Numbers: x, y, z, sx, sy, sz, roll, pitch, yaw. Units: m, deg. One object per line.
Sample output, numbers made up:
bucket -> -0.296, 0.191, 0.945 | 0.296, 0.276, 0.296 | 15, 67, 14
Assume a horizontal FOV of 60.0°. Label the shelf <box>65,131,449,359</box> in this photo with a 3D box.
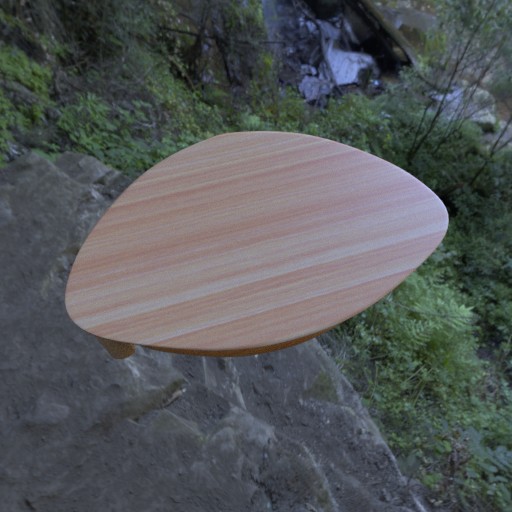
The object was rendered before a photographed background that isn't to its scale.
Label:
shelf -> 0.000, 0.000, 1.639 | 1.246, 0.440, 0.845 | -15, 60, -9
